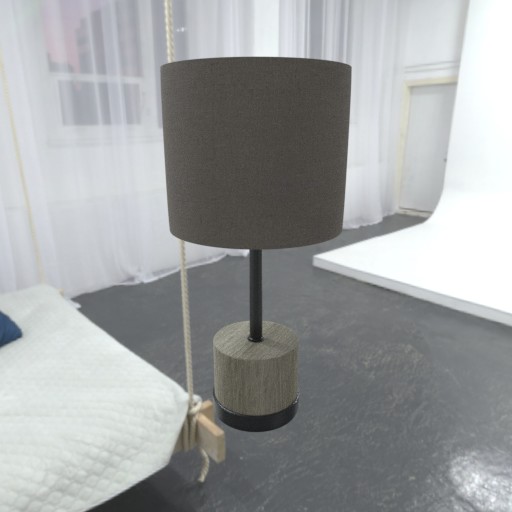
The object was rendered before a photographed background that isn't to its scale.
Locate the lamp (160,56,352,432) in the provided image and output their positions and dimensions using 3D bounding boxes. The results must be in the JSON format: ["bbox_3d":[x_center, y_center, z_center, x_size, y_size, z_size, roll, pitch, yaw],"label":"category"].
[{"bbox_3d":[0.000,0.000,0.603,0.229,0.470,0.229,9,19,27],"label":"lamp"}]
